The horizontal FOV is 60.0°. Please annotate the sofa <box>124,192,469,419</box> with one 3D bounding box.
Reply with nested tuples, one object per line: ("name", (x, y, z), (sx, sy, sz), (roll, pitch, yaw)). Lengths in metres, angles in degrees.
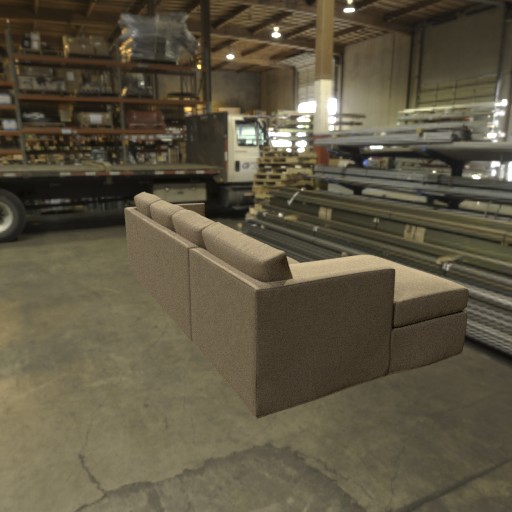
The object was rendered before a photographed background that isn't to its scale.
("sofa", (0.000, 0.000, 3.936), (1.638, 0.920, 3.198), (-7, 16, -26))
